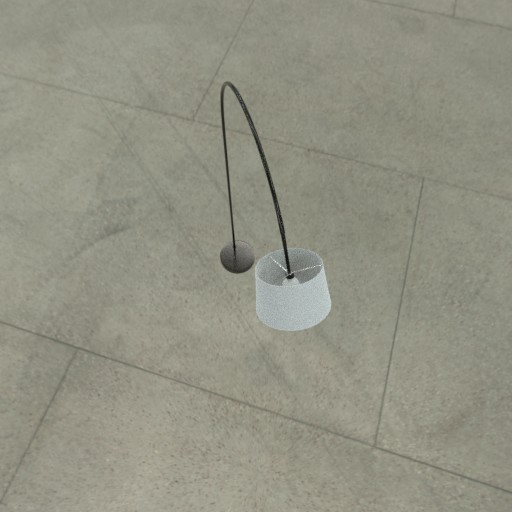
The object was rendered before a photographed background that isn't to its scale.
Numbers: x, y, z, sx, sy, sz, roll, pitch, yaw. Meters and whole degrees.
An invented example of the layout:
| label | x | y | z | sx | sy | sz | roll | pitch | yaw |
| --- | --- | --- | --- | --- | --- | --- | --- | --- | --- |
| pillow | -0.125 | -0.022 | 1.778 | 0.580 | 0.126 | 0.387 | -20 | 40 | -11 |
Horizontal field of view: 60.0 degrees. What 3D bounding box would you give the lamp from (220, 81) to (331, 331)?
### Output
| label | x | y | z | sx | sy | sz | roll | pitch | yaw |
| --- | --- | --- | --- | --- | --- | --- | --- | --- | --- |
| lamp | 0.000 | 0.000 | 2.674 | 0.331 | 2.104 | 1.363 | -16 | 65 | -8 |
